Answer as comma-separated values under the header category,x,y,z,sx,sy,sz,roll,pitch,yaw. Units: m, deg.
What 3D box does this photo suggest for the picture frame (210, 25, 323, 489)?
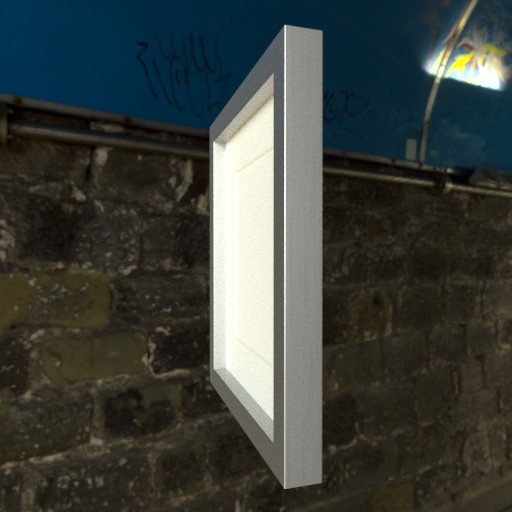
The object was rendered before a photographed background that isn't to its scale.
category,x,y,z,sx,sy,sz,roll,pitch,yaw
picture frame,0.000,0.000,0.385,0.036,0.282,0.233,0,1,-17
